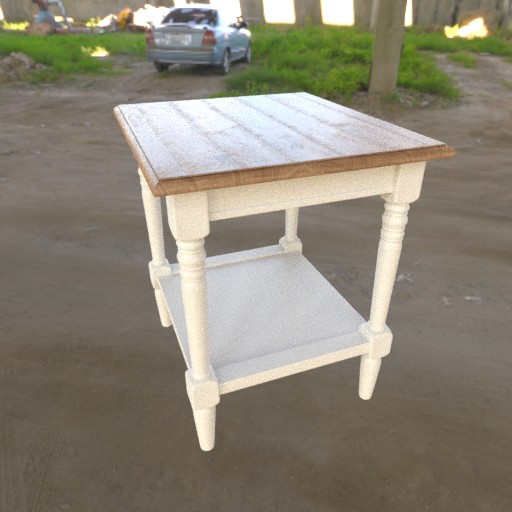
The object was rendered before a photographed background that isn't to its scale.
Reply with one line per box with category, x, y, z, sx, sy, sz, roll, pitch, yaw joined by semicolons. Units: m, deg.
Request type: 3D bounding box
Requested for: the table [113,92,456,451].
table;0.000;0.000;0.941;0.457;0.561;0.508;-11;31;-18
